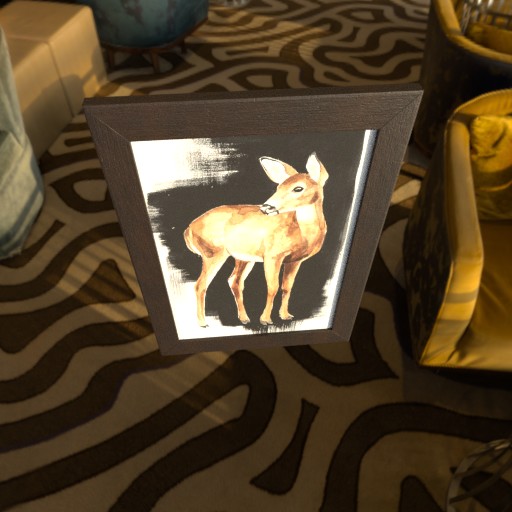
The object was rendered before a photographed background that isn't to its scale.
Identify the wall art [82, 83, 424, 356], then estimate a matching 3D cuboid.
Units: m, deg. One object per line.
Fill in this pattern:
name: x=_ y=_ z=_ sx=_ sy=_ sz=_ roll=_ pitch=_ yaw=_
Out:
wall art: x=0.000 y=0.000 z=0.659 sx=0.359 sy=0.513 sz=0.017 roll=-4 pitch=48 yaw=-3
